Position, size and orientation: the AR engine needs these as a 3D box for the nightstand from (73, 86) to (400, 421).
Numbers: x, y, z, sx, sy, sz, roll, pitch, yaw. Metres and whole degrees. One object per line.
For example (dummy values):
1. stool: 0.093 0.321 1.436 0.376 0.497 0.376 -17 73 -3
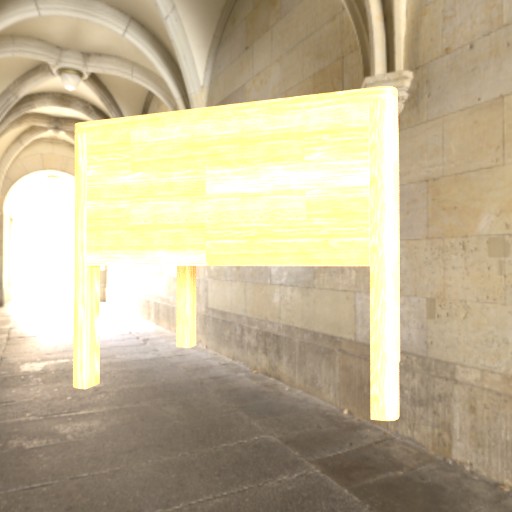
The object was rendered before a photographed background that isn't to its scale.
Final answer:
1. nightstand: 0.000 0.000 0.913 0.560 0.470 0.440 0 -1 18
